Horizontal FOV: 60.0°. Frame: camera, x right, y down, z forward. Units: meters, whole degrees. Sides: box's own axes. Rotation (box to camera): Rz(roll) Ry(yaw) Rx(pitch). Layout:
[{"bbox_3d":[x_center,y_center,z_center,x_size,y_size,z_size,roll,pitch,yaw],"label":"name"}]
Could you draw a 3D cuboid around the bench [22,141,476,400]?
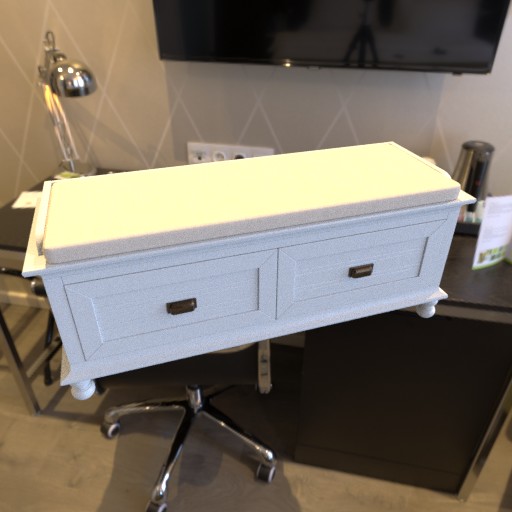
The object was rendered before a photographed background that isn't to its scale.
[{"bbox_3d":[0.000,0.000,1.367,1.185,0.486,0.402,-10,34,-15],"label":"bench"}]
